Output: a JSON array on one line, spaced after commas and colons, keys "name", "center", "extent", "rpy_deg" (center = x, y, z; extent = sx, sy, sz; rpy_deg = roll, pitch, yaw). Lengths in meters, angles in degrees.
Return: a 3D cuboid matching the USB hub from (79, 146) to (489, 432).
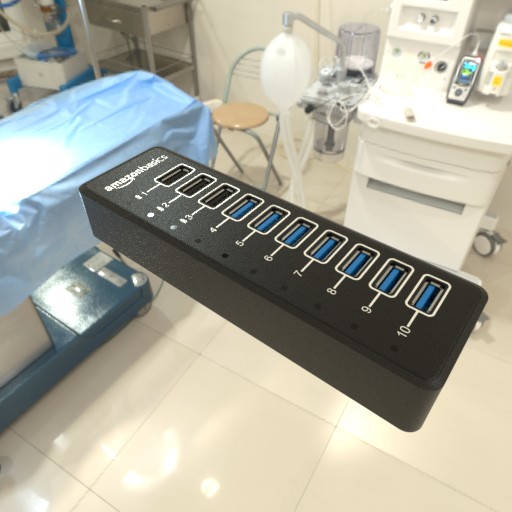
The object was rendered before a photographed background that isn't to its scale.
[{"name": "USB hub", "center": [0.000, 0.000, 0.159], "extent": [0.145, 0.023, 0.044], "rpy_deg": [28, 50, 27]}]
